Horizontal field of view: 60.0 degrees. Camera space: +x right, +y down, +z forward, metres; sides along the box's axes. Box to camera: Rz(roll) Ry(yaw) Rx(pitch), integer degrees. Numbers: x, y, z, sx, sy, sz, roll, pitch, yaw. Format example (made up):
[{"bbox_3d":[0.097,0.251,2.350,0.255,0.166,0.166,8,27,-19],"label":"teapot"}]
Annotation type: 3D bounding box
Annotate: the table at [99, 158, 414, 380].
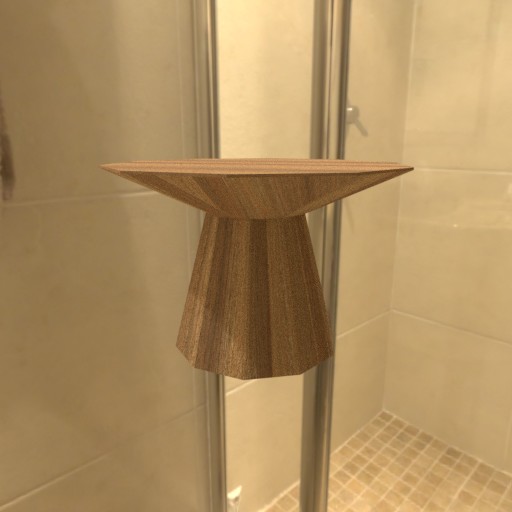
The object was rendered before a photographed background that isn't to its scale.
[{"bbox_3d":[0.000,0.000,1.843,1.186,0.752,1.186,0,14,0],"label":"table"}]
